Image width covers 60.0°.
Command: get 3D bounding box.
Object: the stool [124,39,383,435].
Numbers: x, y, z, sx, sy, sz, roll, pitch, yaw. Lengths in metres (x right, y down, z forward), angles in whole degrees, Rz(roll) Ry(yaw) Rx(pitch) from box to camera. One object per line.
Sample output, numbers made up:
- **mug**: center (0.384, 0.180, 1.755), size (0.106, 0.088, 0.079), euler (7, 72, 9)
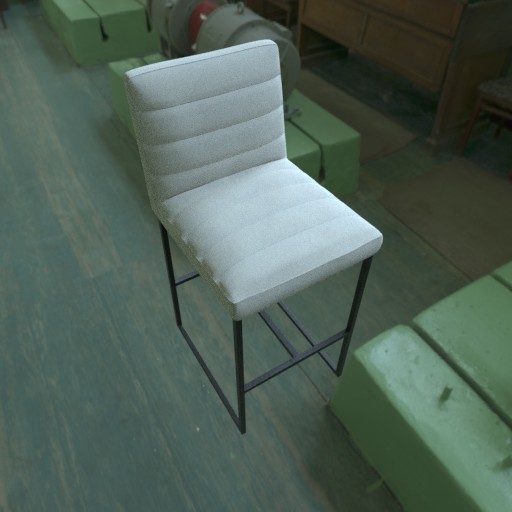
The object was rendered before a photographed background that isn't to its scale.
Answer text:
- **stool**: center (0.000, 0.000, 1.383), size (0.464, 1.061, 0.573), euler (-24, 50, -22)
